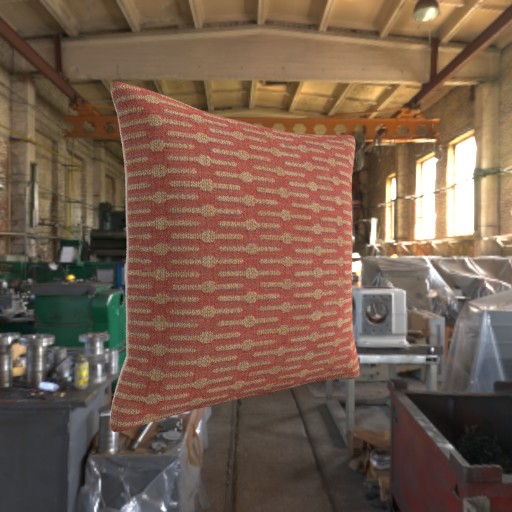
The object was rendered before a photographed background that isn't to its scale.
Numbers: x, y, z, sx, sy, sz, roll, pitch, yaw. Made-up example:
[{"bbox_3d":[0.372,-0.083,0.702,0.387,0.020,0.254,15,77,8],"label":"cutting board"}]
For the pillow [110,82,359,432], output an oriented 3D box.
[{"bbox_3d":[0.000,0.000,0.781,0.511,0.503,0.182,0,0,-35],"label":"pillow"}]
